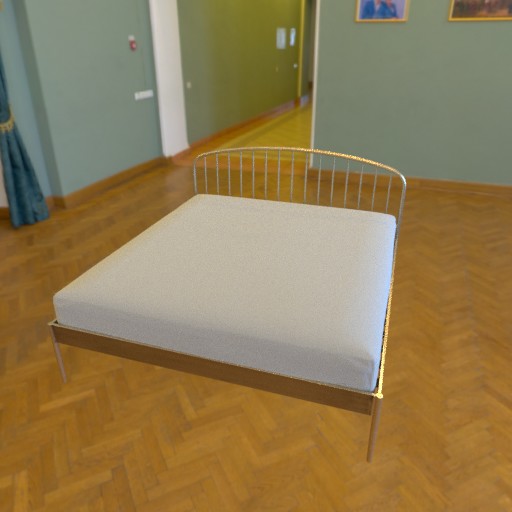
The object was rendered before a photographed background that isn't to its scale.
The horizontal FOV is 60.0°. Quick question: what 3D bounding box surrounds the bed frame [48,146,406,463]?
[{"bbox_3d":[0.000,0.000,3.315,2.016,1.174,2.152,8,27,16],"label":"bed frame"}]
